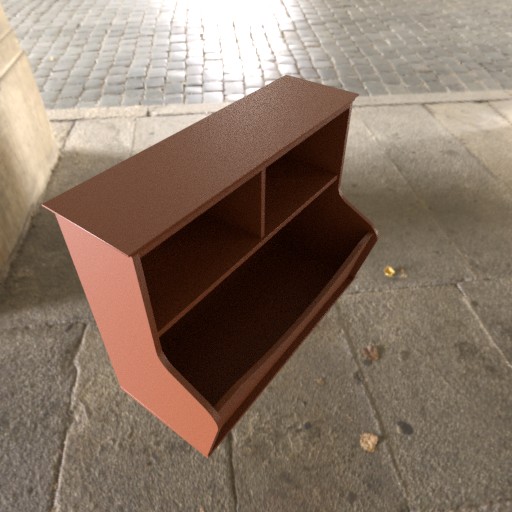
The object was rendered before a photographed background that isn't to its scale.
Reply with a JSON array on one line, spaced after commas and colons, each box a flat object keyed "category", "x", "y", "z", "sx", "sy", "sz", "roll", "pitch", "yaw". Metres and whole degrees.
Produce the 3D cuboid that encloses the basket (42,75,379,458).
[{"category": "basket", "x": 0.000, "y": 0.000, "z": 1.162, "sx": 0.376, "sy": 0.625, "sz": 0.792, "roll": 27, "pitch": 48, "yaw": 26}]
